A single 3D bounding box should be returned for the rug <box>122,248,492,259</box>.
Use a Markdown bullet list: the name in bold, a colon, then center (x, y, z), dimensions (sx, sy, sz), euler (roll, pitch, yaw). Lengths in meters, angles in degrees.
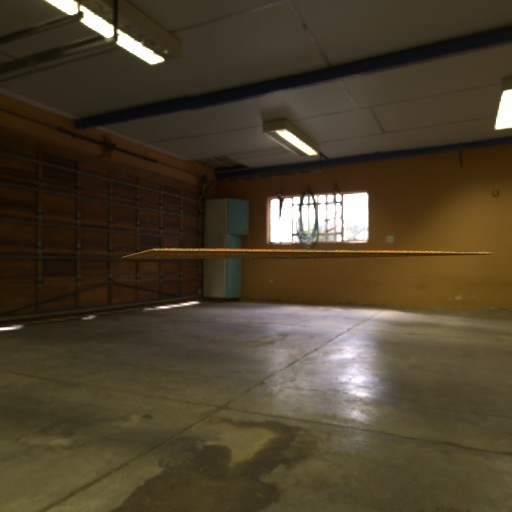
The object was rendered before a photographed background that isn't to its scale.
- **rug**: center (0.000, 0.000, 3.749), dimensions (2.043, 0.019, 2.916), euler (0, -1, -20)
